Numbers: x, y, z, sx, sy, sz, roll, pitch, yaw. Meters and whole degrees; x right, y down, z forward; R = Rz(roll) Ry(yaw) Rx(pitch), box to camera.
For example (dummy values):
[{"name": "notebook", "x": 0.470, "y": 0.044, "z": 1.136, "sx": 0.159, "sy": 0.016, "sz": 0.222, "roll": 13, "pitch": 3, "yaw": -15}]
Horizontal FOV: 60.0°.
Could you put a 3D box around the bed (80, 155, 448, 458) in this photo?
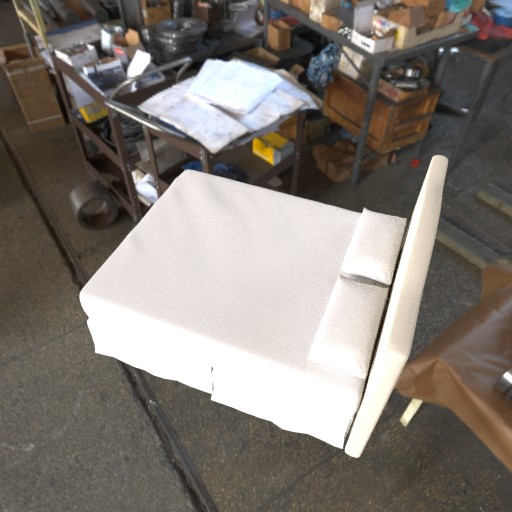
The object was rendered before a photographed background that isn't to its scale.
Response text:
[{"name": "bed", "x": 0.000, "y": 0.000, "z": 3.276, "sx": 2.196, "sy": 1.449, "sz": 1.741, "roll": 17, "pitch": 49, "yaw": 15}]
